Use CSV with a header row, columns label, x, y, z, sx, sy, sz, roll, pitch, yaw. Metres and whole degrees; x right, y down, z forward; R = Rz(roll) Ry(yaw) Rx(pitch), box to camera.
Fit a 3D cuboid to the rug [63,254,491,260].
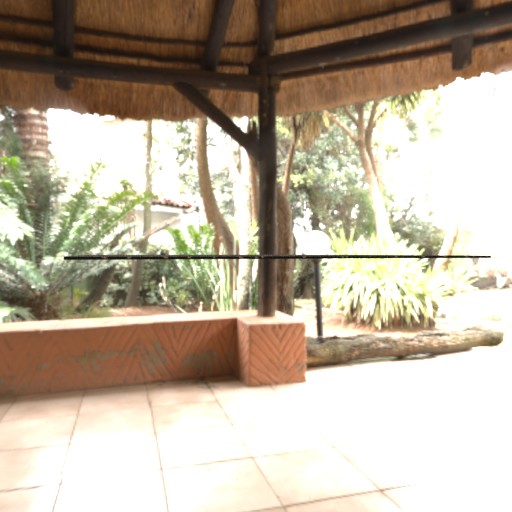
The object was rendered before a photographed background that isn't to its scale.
label,x,y,z,sx,sy,sz,roll,pitch,yaw
rug,0.000,0.000,4.111,3.047,0.022,2.439,0,0,-17
